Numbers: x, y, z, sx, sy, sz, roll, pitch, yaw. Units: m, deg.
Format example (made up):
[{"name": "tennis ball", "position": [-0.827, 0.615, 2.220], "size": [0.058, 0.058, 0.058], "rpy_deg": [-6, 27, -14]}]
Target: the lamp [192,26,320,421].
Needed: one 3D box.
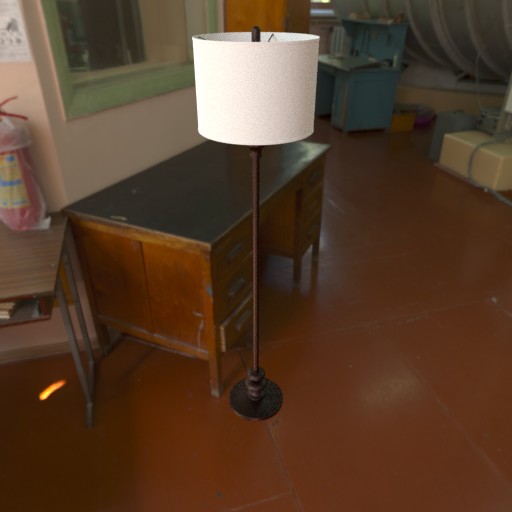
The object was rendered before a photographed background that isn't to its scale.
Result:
[{"name": "lamp", "position": [0.000, 0.000, 1.612], "size": [0.356, 1.487, 0.356], "rpy_deg": [9, 32, 15]}]
